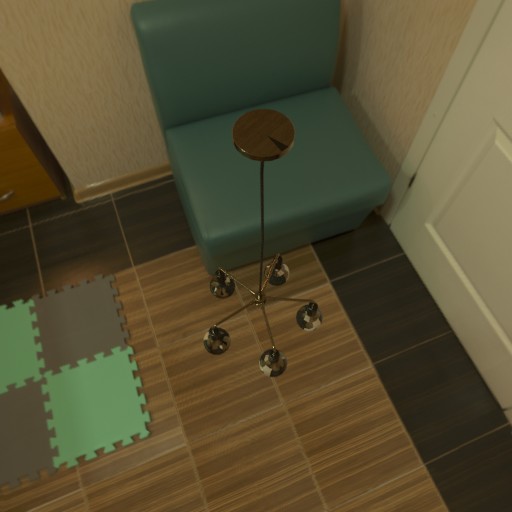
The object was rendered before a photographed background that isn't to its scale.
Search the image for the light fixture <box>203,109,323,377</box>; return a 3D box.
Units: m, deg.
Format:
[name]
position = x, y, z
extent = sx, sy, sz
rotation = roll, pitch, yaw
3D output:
[light fixture]
position = 0.000, 0.000, 1.217
extent = 0.421, 0.988, 0.438
rotation = 36, 68, 17
